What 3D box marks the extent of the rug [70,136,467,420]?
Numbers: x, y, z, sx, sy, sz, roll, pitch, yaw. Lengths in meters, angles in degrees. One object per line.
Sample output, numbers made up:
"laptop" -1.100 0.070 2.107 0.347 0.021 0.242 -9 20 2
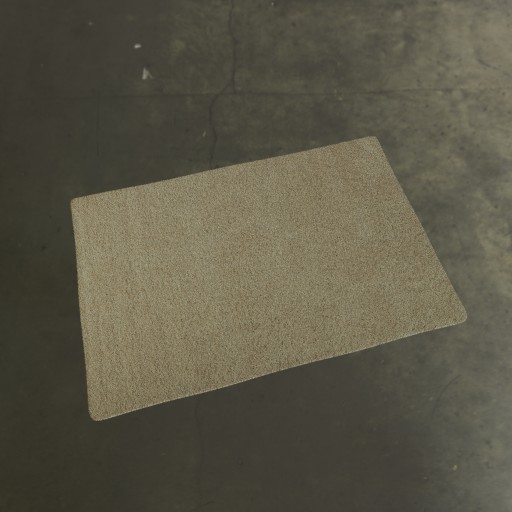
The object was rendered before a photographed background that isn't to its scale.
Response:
"rug" 0.000 0.000 3.426 2.700 0.024 1.801 -13 63 -7
